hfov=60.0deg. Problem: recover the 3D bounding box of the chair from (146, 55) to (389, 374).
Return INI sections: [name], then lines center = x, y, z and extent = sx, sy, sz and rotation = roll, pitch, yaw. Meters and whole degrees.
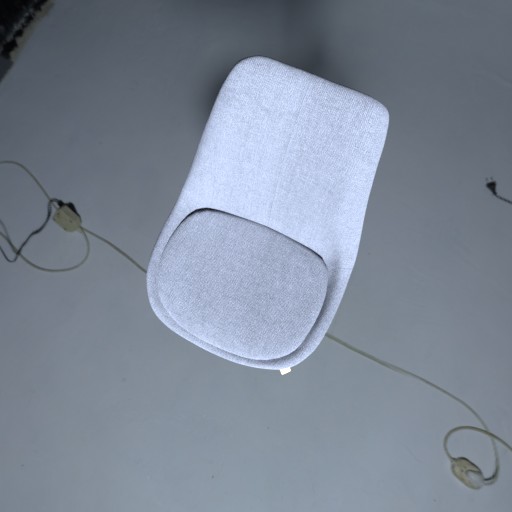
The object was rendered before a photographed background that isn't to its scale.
[chair]
center = 0.000, 0.000, 1.177
extent = 0.485, 0.850, 0.550
rotation = 24, 76, 6
